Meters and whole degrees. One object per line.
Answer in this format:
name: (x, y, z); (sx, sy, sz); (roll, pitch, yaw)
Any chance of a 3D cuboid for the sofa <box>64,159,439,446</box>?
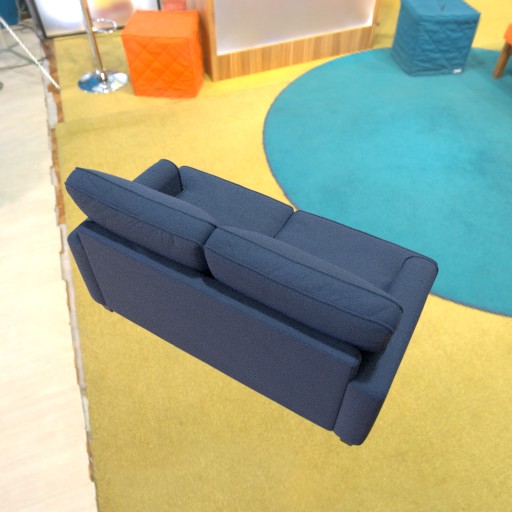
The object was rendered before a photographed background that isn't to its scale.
sofa: (0.000, 0.000, 2.234); (1.651, 0.965, 0.965); (24, 52, 20)
